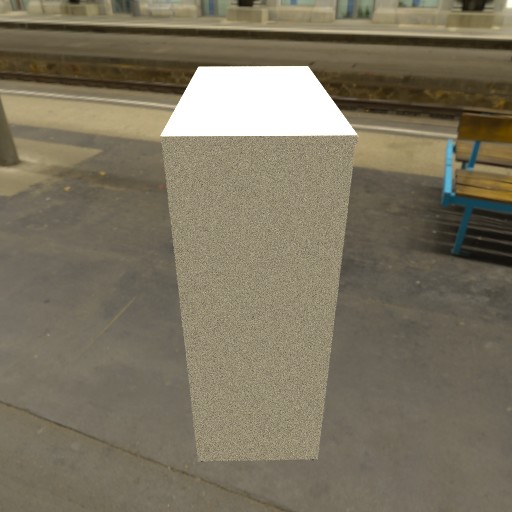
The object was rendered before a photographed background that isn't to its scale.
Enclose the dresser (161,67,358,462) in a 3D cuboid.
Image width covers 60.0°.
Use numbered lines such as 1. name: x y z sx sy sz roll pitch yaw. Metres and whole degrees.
1. dresser: 0.000 0.000 1.464 0.380 1.040 0.800 -1 32 -1
